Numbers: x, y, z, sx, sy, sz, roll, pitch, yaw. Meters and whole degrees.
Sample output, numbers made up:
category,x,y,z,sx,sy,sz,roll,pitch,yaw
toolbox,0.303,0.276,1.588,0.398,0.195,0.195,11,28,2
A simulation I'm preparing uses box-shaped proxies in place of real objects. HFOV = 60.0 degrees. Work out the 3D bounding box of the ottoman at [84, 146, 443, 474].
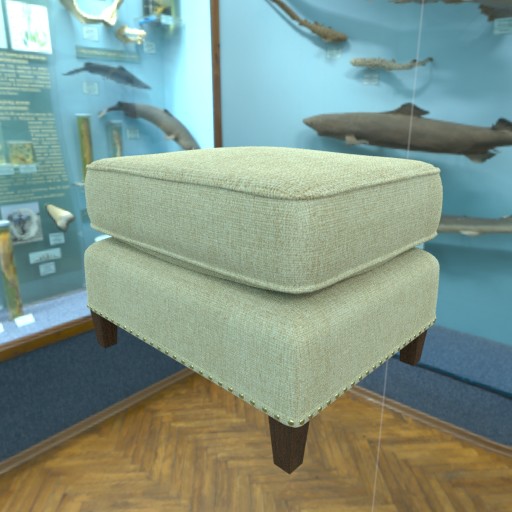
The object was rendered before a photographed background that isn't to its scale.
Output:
category,x,y,z,sx,sy,sz,roll,pitch,yaw
ottoman,0.000,0.000,1.120,0.738,0.537,0.589,16,23,41
